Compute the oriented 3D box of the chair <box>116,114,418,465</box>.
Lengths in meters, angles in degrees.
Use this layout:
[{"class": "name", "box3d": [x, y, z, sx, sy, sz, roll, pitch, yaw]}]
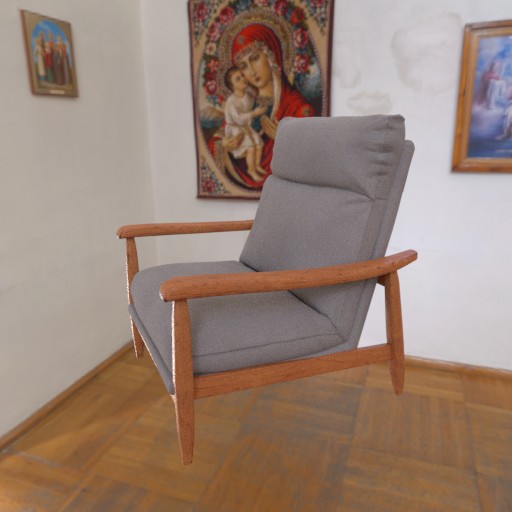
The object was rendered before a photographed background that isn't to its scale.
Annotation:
[{"class": "chair", "box3d": [0.000, 0.000, 1.518, 0.816, 0.922, 0.782, -8, 18, -24]}]
